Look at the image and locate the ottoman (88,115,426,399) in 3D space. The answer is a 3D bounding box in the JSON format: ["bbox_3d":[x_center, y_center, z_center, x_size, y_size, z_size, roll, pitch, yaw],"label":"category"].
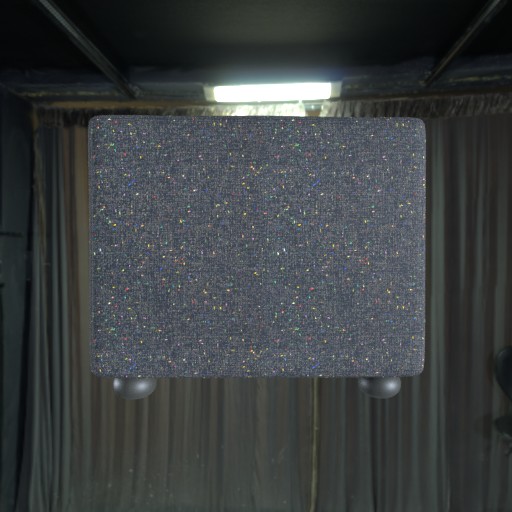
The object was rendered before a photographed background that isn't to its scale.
[{"bbox_3d":[0.000,0.000,0.882,0.508,0.432,0.508,0,1,-1],"label":"ottoman"}]
